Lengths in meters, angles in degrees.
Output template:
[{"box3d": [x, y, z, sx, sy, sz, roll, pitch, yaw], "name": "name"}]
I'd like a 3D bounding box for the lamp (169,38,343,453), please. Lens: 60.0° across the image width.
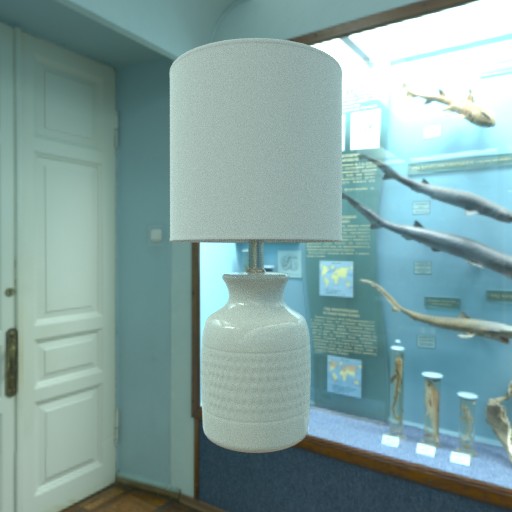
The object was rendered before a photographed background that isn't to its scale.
[{"box3d": [0.000, 0.000, 0.493, 0.188, 0.392, 0.188, 1, 1, 36], "name": "lamp"}]
